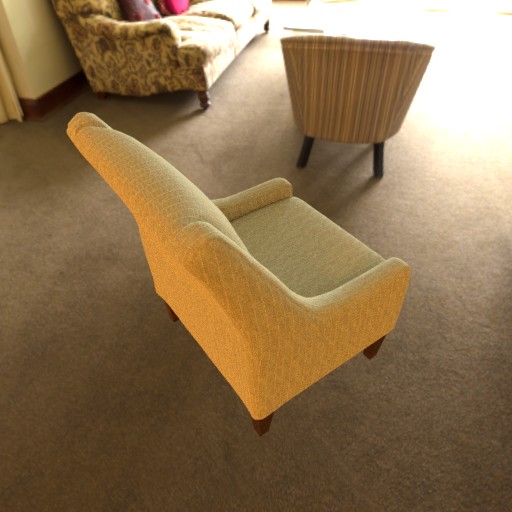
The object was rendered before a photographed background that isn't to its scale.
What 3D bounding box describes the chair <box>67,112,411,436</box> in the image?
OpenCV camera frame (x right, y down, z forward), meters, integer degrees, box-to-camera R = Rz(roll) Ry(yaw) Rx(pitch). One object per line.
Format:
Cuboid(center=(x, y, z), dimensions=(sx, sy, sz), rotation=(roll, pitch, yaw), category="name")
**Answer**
Cuboid(center=(0.000, 0.000, 1.594), dimensions=(0.870, 1.014, 0.774), rotation=(-26, 48, -26), category="chair")
